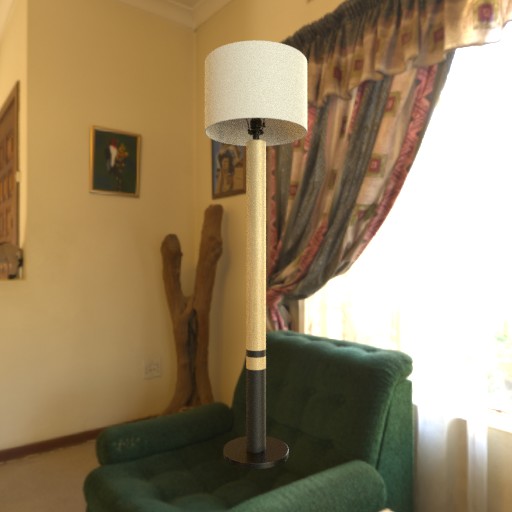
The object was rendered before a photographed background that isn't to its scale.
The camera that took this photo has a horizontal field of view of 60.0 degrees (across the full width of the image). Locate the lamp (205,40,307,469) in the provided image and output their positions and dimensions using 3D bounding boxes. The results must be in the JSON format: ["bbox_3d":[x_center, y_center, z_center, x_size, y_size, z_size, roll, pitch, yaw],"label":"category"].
[{"bbox_3d":[0.000,0.000,1.658,0.381,1.478,0.381,0,0,36],"label":"lamp"}]
